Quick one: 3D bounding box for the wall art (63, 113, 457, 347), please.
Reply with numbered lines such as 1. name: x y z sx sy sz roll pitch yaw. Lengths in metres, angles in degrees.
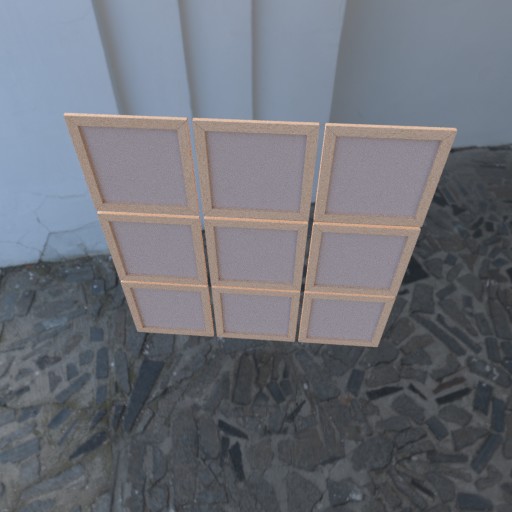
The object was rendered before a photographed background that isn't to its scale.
1. wall art: 0.000 0.000 1.808 1.217 1.207 0.016 3 47 3
